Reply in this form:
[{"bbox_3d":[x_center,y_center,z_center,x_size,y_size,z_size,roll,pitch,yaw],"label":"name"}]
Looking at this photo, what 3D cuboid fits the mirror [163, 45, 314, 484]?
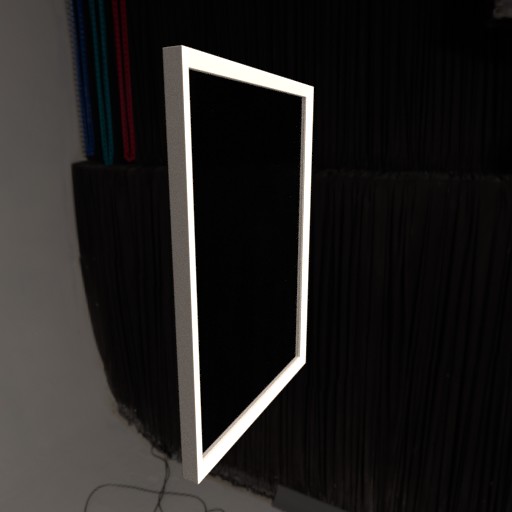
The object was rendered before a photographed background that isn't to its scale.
[{"bbox_3d":[0.000,0.000,0.918,0.039,0.710,0.507,7,16,27],"label":"mirror"}]
